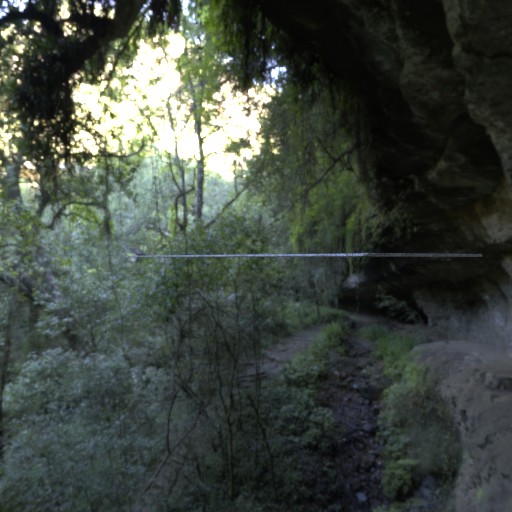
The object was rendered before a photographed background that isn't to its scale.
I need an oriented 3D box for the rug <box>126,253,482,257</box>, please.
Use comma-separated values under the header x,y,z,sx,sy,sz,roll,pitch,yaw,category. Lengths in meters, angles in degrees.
x,y,z,sx,sy,sz,roll,pitch,yaw,category
0.000,0.000,2.765,0.807,0.013,2.436,0,0,-36,rug
